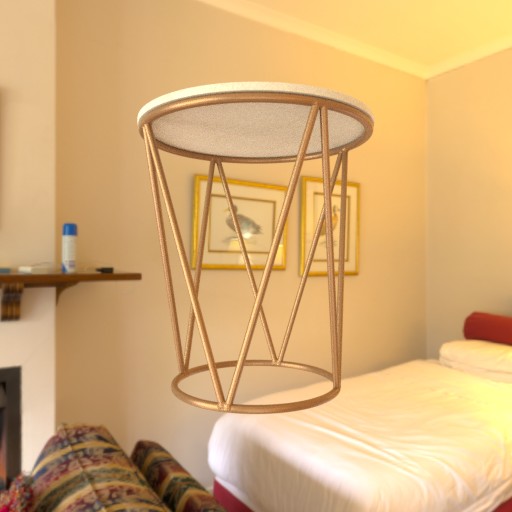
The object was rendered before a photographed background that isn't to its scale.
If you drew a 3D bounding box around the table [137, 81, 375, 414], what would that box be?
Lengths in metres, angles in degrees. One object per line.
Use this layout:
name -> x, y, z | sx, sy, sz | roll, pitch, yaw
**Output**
table -> 0.000, 0.000, 0.967 | 0.500, 0.564, 0.500 | 0, 0, 0
